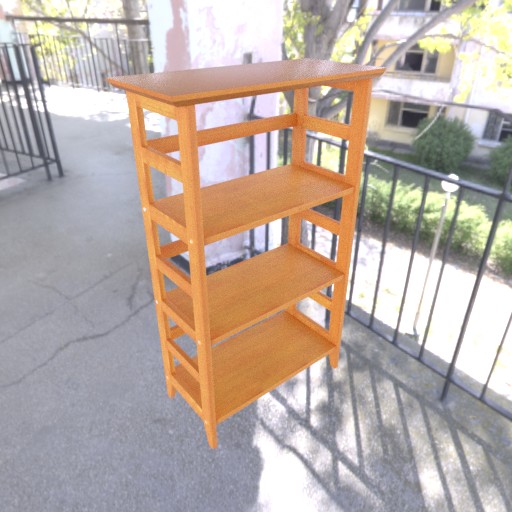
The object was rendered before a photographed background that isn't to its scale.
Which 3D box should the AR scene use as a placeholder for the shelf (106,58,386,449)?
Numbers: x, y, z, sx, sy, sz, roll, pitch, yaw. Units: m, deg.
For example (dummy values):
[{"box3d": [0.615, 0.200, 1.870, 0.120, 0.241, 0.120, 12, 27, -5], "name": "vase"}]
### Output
[{"box3d": [0.000, 0.000, 1.382, 0.660, 1.067, 0.305, -22, 36, -33], "name": "shelf"}]
